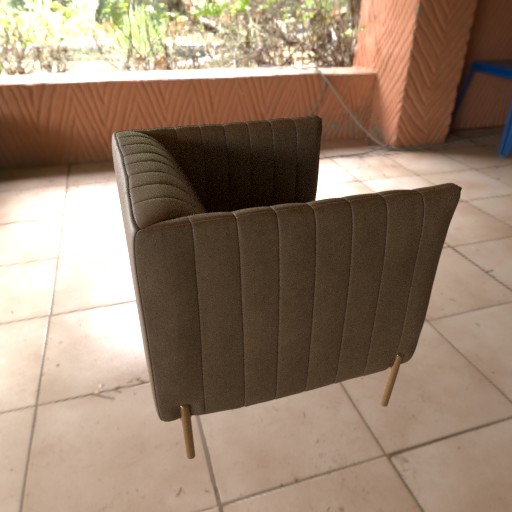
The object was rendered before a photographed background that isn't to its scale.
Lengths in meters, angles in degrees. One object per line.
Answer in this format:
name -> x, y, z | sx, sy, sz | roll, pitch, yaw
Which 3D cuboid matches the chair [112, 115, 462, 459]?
chair -> 0.000, 0.000, 1.606 | 0.876, 0.779, 0.981 | -9, 31, -16
